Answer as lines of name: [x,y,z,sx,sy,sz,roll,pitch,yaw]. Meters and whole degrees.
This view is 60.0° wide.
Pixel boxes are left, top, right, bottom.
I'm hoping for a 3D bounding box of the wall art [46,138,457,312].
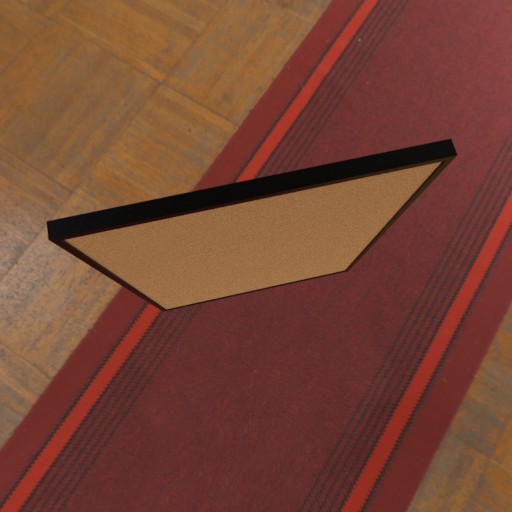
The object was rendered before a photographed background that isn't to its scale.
wall art: [0.000,0.000,1.370,0.805,1.062,0.040,-12,76,-3]
